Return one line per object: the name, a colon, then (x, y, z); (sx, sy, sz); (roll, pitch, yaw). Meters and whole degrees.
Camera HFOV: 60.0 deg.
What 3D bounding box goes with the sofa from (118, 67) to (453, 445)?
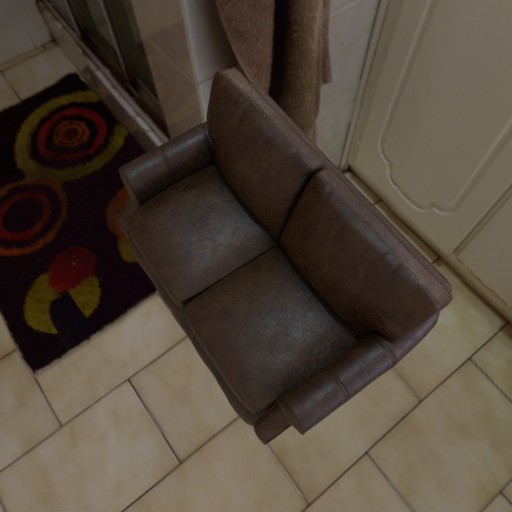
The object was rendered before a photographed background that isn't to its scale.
sofa: (0.000, 0.000, 2.232); (0.990, 0.976, 1.616); (-32, 68, -15)
